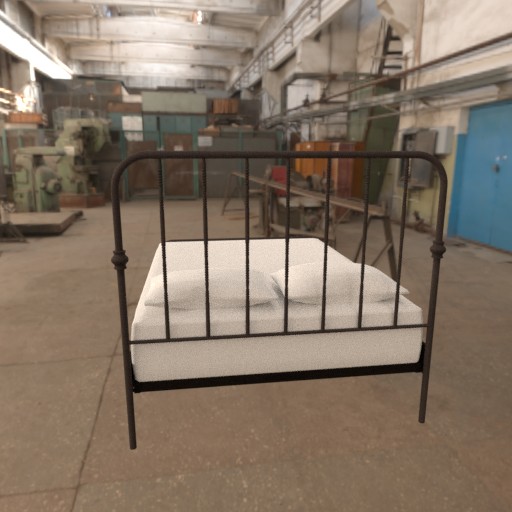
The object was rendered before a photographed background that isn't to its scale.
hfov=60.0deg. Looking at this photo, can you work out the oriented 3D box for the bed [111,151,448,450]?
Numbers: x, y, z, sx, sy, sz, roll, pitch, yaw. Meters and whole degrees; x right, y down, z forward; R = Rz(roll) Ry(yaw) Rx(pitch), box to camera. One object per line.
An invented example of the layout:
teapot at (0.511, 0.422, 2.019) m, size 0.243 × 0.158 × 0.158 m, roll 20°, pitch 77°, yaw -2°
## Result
bed at (0.000, 0.000, 3.154) m, size 1.616 × 1.446 × 2.134 m, roll -2°, pitch 13°, yaw -8°
